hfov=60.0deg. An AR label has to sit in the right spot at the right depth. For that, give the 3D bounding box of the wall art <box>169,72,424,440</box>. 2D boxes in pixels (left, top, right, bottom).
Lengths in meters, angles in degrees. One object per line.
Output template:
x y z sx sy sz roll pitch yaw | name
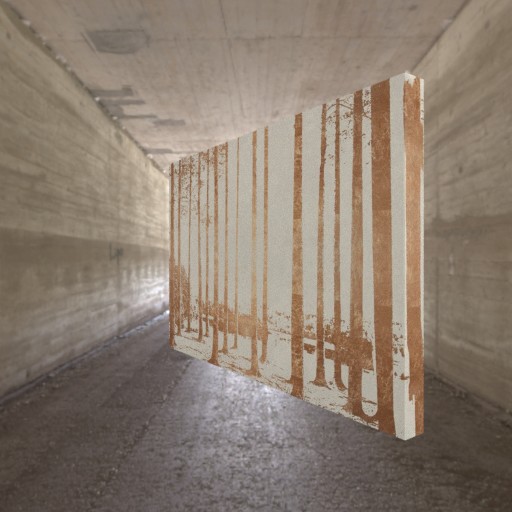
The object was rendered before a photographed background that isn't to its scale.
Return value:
0.000 0.000 0.744 0.035 0.405 0.609 0 0 -36 | wall art
